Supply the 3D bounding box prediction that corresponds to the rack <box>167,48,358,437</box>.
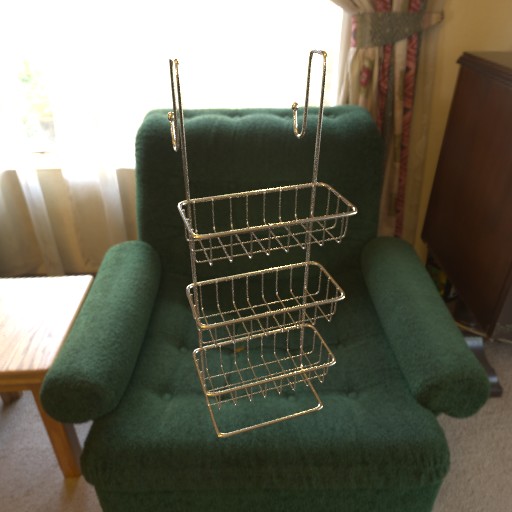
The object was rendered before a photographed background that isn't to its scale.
[{"bbox_3d":[0.000,0.000,0.690,0.228,0.574,0.202,-10,33,-16],"label":"rack"}]
